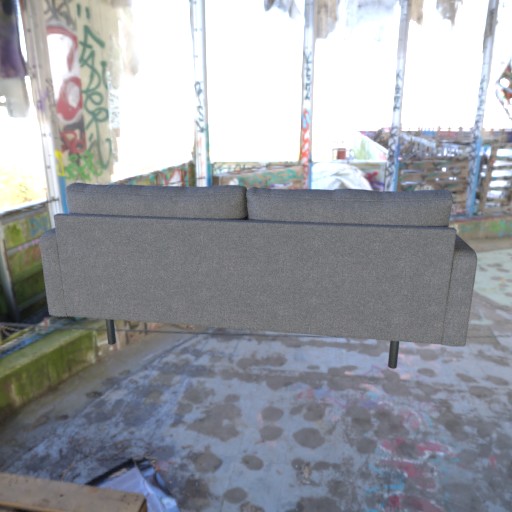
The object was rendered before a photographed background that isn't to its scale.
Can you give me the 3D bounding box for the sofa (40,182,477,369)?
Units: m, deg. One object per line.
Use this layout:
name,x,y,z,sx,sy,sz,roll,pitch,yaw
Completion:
sofa,0.000,0.000,2.539,2.100,0.880,0.880,3,17,9
